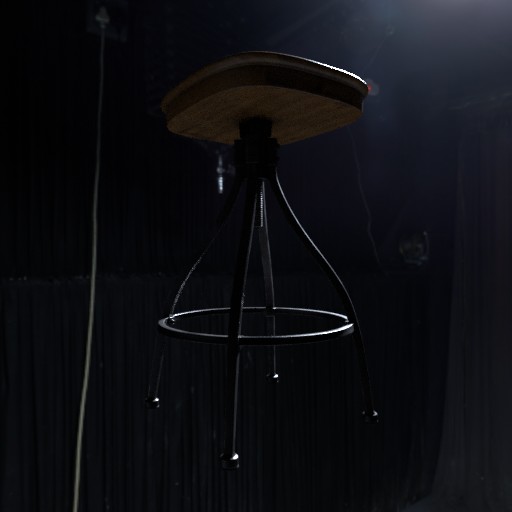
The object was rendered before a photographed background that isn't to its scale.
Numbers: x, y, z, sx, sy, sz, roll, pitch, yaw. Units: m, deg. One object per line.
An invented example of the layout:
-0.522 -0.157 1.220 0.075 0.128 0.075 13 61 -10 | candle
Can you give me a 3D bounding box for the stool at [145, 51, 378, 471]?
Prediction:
0.000 0.000 0.971 0.424 0.694 0.432 0 1 -34 | stool
